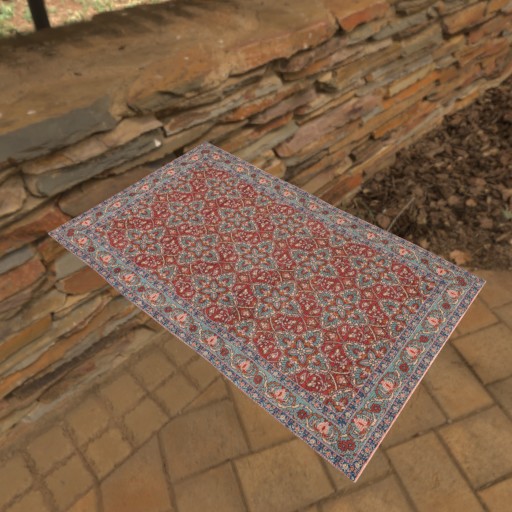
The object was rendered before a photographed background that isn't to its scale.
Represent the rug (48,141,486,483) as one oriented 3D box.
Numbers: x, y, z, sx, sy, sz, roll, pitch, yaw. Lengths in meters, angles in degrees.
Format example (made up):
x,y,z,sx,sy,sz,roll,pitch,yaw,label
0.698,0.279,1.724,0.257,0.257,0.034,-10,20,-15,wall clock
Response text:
x,y,z,sx,sy,sz,roll,pitch,yaw,label
0.000,0.000,2.882,2.439,0.011,1.533,32,54,27,rug
